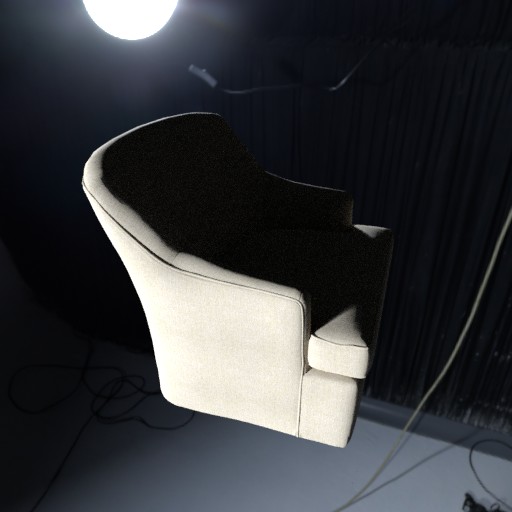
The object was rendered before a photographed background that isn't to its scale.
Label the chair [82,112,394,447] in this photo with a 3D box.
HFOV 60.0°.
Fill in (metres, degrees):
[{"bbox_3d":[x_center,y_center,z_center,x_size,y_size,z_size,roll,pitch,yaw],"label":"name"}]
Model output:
[{"bbox_3d":[0.000,0.000,1.595,0.923,0.856,0.864,10,31,17],"label":"chair"}]
